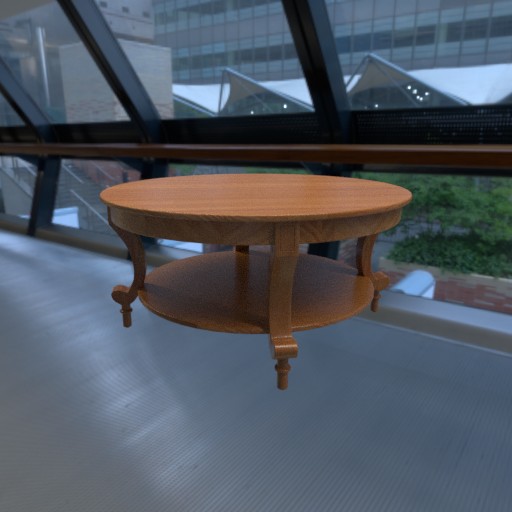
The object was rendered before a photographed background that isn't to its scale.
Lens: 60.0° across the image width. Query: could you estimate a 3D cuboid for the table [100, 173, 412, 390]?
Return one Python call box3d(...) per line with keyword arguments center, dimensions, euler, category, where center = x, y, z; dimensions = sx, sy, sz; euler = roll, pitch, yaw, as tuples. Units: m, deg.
box3d(center=(0.000, 0.000, 1.598), dimensions=(1.029, 0.490, 1.029), euler=(0, 16, 0), category="table")
